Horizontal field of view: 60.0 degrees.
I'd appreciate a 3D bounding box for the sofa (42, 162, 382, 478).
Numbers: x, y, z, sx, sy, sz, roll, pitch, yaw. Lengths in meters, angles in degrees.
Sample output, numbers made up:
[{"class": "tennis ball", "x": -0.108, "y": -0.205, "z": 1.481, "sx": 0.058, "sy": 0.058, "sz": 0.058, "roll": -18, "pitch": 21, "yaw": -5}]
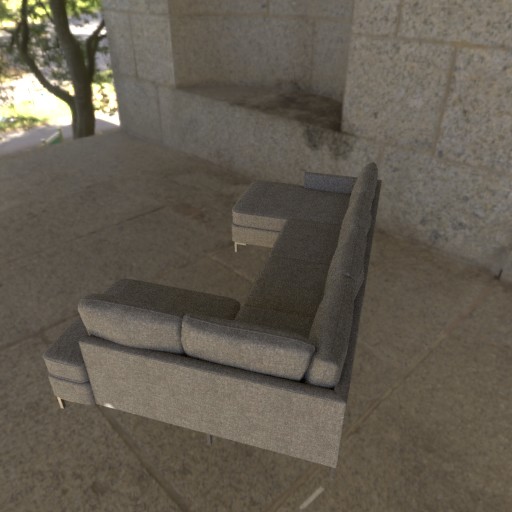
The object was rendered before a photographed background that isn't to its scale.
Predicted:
[{"class": "sofa", "x": 0.000, "y": 0.000, "z": 4.152, "sx": 2.048, "sy": 0.999, "sz": 3.423, "roll": 9, "pitch": 33, "yaw": 14}]
